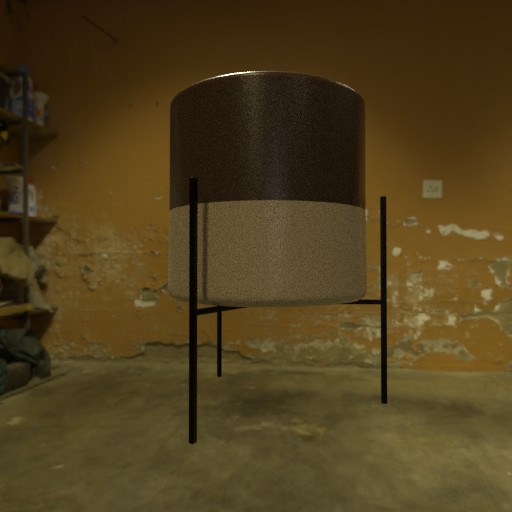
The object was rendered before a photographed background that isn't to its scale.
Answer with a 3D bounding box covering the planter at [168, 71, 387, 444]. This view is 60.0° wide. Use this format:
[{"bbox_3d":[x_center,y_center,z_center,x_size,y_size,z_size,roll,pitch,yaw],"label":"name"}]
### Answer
[{"bbox_3d":[0.000,0.000,0.542,0.250,0.353,0.260,1,-1,-36],"label":"planter"}]
